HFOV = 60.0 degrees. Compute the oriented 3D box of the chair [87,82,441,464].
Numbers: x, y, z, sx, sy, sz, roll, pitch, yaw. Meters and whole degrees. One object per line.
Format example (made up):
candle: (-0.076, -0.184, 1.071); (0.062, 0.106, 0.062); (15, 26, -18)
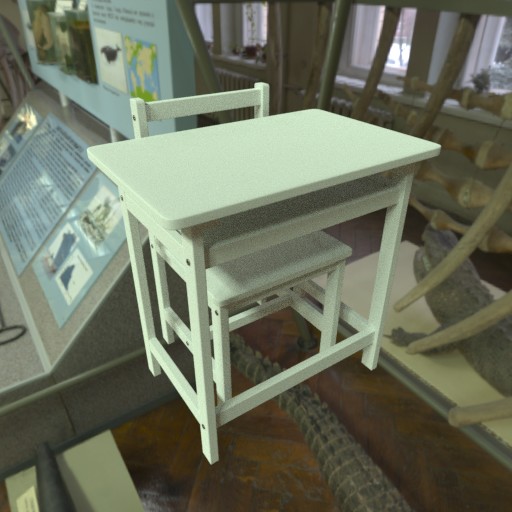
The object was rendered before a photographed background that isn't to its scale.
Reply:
chair: (0.000, 0.000, 1.040); (0.599, 0.673, 0.461); (-19, 36, -29)
